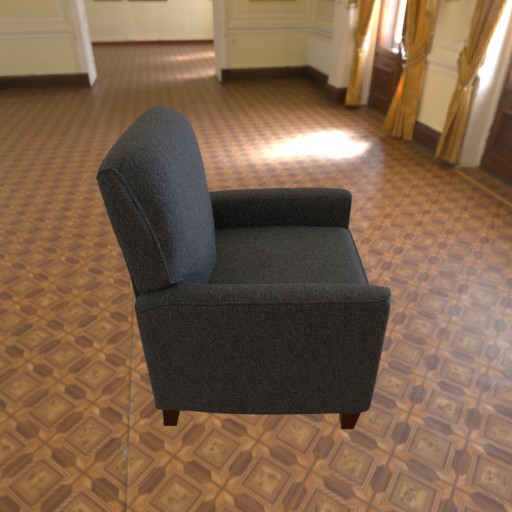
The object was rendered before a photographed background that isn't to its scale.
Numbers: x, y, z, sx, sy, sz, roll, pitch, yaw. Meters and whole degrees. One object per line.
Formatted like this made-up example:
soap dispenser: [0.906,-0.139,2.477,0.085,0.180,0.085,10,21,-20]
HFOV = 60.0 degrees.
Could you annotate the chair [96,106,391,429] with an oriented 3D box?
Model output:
chair: [0.000,0.000,1.667,0.850,1.016,0.839,1,32,1]
